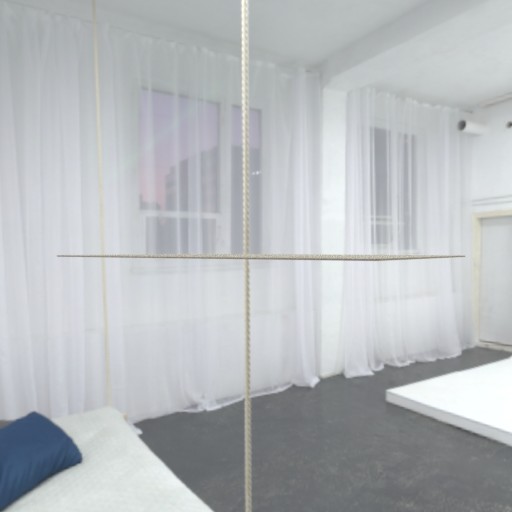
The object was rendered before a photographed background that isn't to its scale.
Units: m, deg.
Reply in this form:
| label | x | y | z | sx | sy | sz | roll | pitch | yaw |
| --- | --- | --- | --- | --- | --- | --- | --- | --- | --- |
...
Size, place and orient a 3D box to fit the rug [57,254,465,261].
| label | x | y | z | sx | sy | sz | roll | pitch | yaw |
| --- | --- | --- | --- | --- | --- | --- | --- | --- | --- |
| rug | 0.000 | 0.000 | 2.967 | 2.286 | 0.011 | 1.524 | 0 | 1 | 37 |
